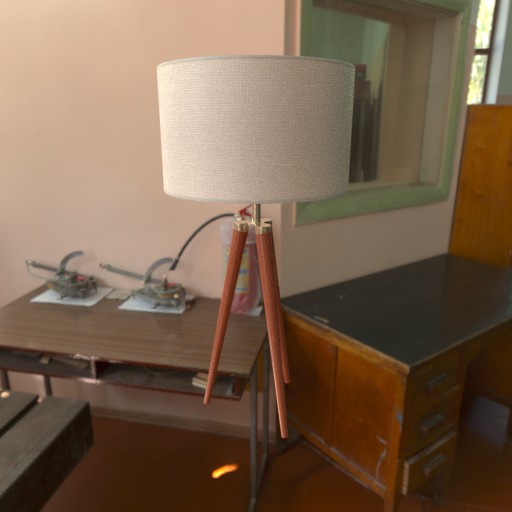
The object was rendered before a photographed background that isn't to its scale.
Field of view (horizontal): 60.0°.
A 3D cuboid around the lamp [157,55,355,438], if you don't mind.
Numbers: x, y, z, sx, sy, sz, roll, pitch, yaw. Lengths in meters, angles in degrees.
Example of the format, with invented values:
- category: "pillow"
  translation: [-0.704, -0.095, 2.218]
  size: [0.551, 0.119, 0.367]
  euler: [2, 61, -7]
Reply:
- category: "lamp"
  translation: [0.000, 0.000, 0.909]
  size: [0.354, 0.709, 0.355]
  euler: [-15, 22, -42]
